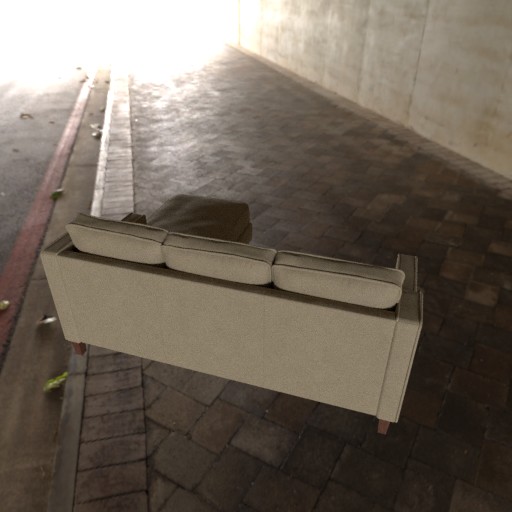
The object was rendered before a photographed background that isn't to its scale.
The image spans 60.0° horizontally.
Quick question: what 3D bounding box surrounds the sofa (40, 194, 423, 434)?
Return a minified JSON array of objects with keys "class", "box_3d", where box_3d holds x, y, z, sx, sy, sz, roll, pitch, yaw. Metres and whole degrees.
[{"class":"sofa","box_3d":[0.000,0.000,3.407,2.317,1.066,1.858,10,32,15]}]
